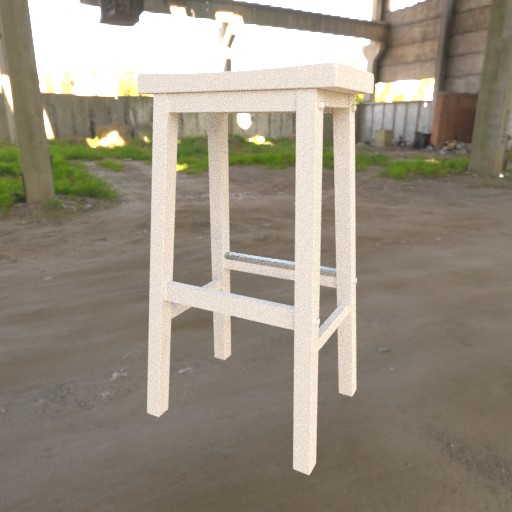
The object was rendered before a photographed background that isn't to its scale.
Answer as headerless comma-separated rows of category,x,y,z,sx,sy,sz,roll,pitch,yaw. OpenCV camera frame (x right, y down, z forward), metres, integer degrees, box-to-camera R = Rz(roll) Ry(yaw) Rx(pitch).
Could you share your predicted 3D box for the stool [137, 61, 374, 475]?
stool,0.000,0.000,0.971,0.406,0.742,0.322,9,19,27
